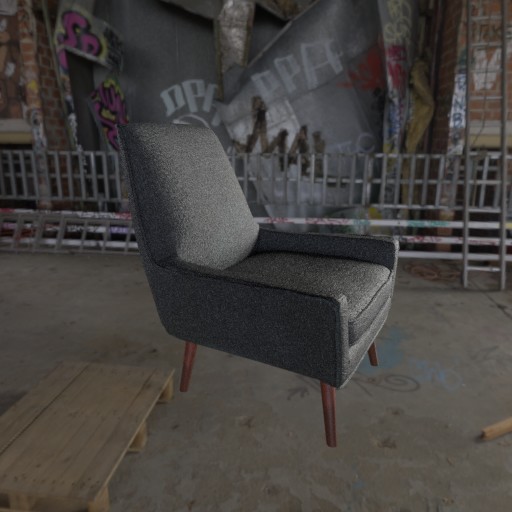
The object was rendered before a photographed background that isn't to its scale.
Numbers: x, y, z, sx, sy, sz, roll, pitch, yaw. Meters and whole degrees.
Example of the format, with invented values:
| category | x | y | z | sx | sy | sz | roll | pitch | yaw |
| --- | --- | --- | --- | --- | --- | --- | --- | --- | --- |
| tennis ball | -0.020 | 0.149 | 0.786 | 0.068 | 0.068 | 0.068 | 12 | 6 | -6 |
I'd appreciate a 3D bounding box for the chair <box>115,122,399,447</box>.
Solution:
| category | x | y | z | sx | sy | sz | roll | pitch | yaw |
| --- | --- | --- | --- | --- | --- | --- | --- | --- | --- |
| chair | 0.000 | 0.000 | 1.520 | 0.859 | 0.883 | 0.763 | 8 | 17 | 27 |
